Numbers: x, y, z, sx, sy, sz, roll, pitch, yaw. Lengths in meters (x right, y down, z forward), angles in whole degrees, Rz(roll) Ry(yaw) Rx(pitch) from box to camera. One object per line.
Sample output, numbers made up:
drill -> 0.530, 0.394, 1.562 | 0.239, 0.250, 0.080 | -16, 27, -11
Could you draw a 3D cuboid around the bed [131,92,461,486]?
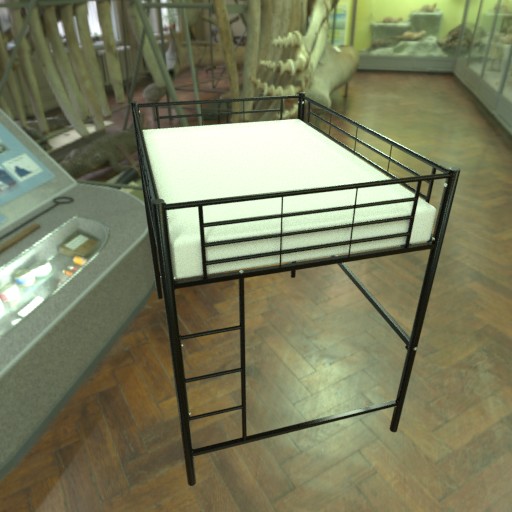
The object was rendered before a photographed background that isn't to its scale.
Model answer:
bed -> 0.000, 0.000, 3.135 | 1.397, 1.803, 1.994 | -8, 31, -14
